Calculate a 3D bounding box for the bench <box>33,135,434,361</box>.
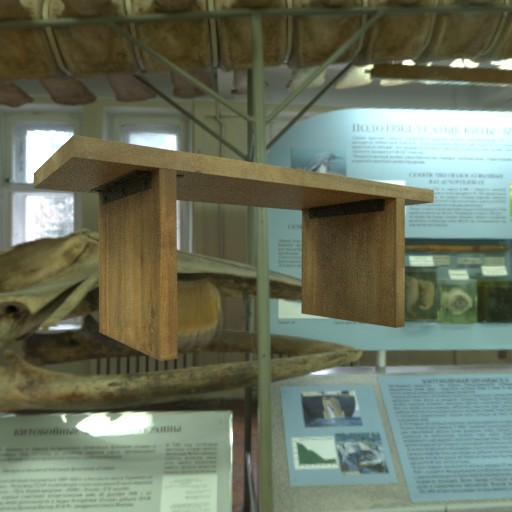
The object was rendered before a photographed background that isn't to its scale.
[{"bbox_3d":[0.000,0.000,1.378,1.183,0.458,0.458,0,0,-35],"label":"bench"}]
